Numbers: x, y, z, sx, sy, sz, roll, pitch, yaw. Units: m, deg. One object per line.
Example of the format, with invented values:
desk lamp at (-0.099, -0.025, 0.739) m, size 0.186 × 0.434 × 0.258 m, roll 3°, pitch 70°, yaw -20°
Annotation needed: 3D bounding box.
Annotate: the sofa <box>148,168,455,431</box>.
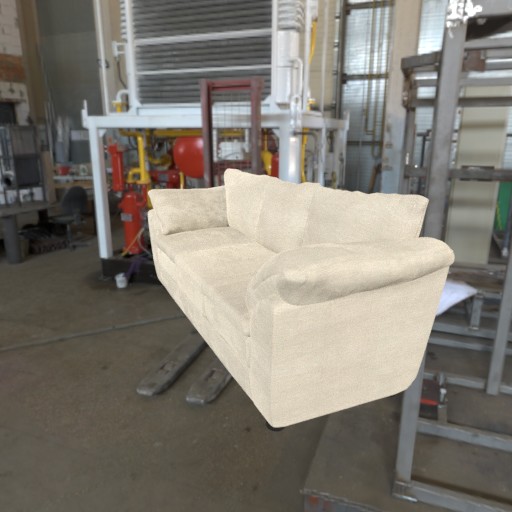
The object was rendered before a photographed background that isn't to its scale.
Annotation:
sofa at (0.000, 0.000, 2.746) m, size 0.893 × 0.981 × 2.377 m, roll -7°, pitch 17°, yaw -24°
